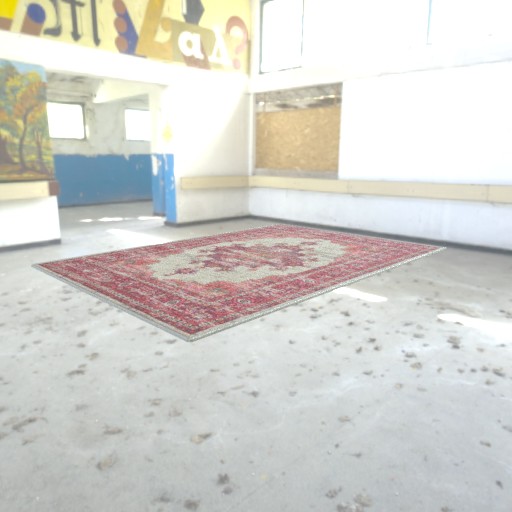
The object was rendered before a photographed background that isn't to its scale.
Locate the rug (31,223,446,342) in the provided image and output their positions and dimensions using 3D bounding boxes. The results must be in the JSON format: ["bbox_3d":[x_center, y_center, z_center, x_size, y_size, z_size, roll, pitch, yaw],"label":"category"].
[{"bbox_3d":[0.000,0.000,2.243,1.217,0.011,1.747,13,18,43],"label":"rug"}]
